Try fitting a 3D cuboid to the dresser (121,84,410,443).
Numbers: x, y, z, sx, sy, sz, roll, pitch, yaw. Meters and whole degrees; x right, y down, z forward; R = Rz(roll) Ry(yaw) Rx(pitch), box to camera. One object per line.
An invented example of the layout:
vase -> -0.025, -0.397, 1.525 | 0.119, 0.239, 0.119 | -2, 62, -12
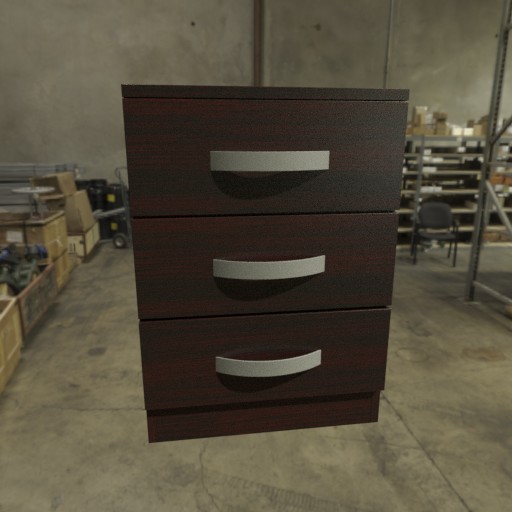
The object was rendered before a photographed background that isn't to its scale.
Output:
dresser -> 0.000, 0.000, 0.824 | 0.400, 0.560, 0.360 | -2, 15, -8
